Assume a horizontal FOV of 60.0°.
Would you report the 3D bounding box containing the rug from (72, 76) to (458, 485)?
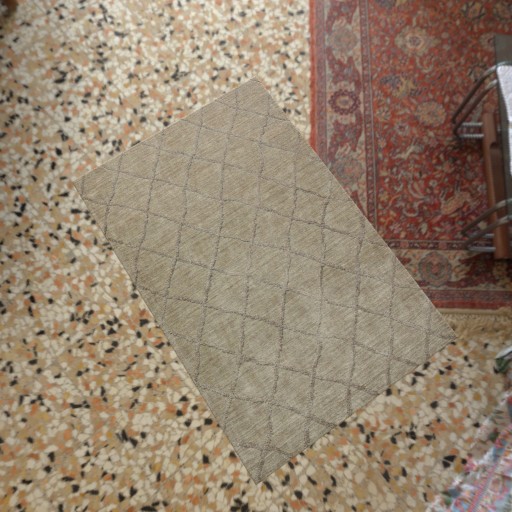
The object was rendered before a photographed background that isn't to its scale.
[{"bbox_3d":[0.000,0.000,2.911,1.521,0.015,2.280,-33,78,-8],"label":"rug"}]
